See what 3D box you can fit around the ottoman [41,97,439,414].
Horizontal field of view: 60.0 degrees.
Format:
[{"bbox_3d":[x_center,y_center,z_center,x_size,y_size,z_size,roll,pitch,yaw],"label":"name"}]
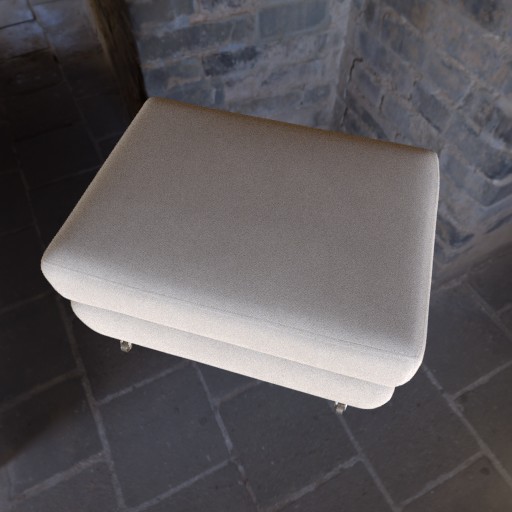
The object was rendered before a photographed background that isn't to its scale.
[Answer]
[{"bbox_3d":[0.000,0.000,1.128,0.773,0.504,0.569,14,58,9],"label":"ottoman"}]
